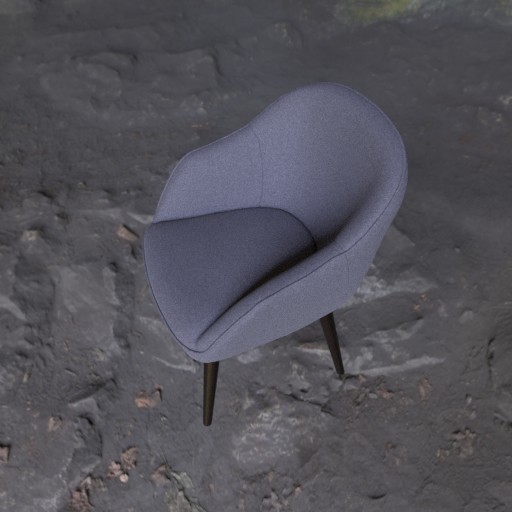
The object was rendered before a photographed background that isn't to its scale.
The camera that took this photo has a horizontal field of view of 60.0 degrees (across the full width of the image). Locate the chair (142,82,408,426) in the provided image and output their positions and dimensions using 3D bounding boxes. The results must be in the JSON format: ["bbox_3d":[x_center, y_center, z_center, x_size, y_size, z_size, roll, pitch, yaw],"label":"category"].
[{"bbox_3d":[0.000,0.000,1.256,0.611,0.810,0.589,-16,49,-15],"label":"chair"}]
